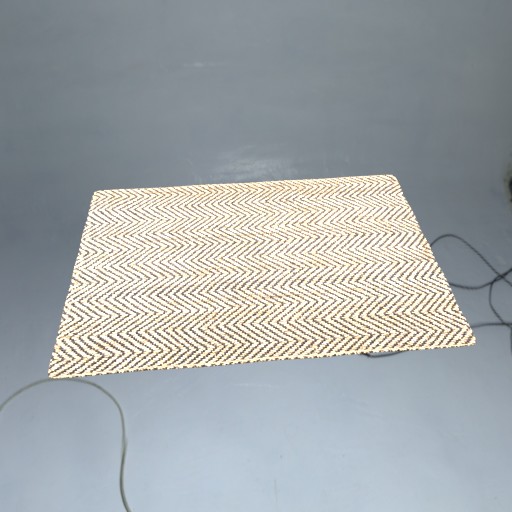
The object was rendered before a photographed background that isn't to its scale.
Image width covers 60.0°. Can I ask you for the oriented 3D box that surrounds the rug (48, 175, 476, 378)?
[{"bbox_3d":[0.000,0.000,2.277,1.828,0.008,1.219,-4,47,-3],"label":"rug"}]
